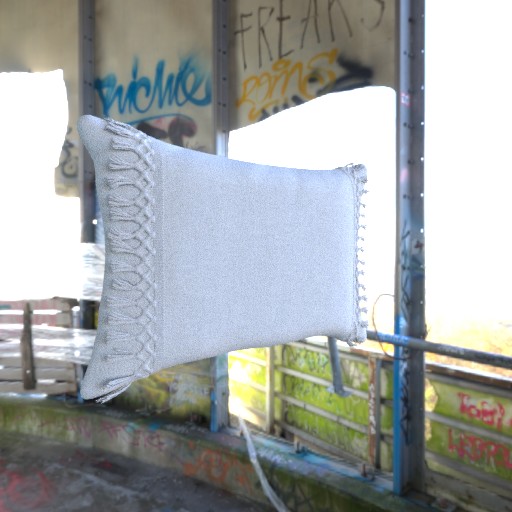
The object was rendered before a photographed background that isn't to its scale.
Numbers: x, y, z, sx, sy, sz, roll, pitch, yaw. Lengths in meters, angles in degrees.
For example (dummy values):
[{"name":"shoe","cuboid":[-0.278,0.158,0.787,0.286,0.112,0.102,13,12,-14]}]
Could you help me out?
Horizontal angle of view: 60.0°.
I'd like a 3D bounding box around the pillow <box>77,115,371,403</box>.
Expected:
[{"name":"pillow","cuboid":[0.000,0.000,0.602,0.466,0.305,0.084,0,1,-37]}]
